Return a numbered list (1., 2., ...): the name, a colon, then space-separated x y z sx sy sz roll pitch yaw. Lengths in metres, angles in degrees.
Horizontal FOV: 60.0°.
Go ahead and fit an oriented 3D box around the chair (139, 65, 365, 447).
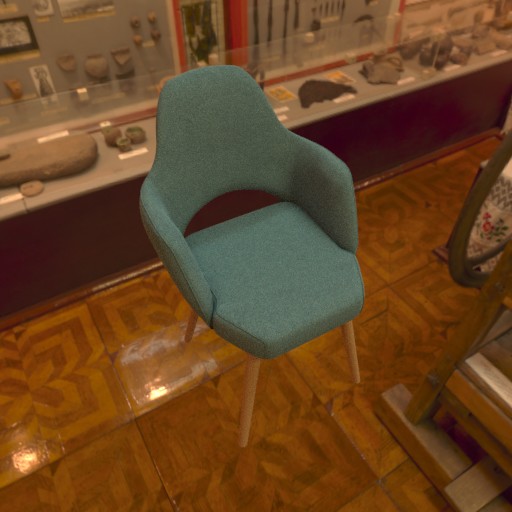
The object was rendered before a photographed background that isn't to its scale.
1. chair: 0.000 0.000 1.351 0.589 0.920 0.666 -22 50 -20
